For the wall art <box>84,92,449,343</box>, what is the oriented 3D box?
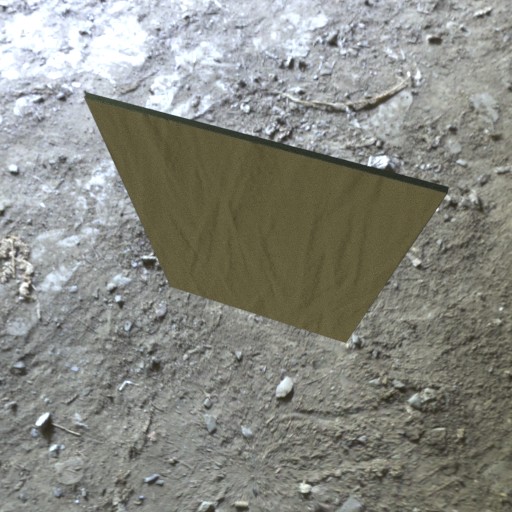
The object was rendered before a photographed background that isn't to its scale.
[{"bbox_3d":[0.000,0.000,1.442,0.810,1.116,0.016,17,65,8],"label":"wall art"}]
